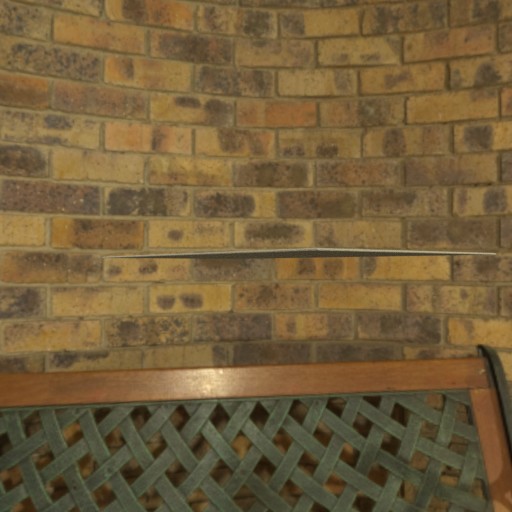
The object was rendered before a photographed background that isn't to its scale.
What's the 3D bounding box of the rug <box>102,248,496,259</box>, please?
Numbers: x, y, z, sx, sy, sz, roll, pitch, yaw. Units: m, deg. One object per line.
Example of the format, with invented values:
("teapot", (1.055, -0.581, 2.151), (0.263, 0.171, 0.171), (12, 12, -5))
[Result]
("rug", (0.000, 0.000, 3.580), (1.546, 0.011, 3.048), (1, -1, -36))
